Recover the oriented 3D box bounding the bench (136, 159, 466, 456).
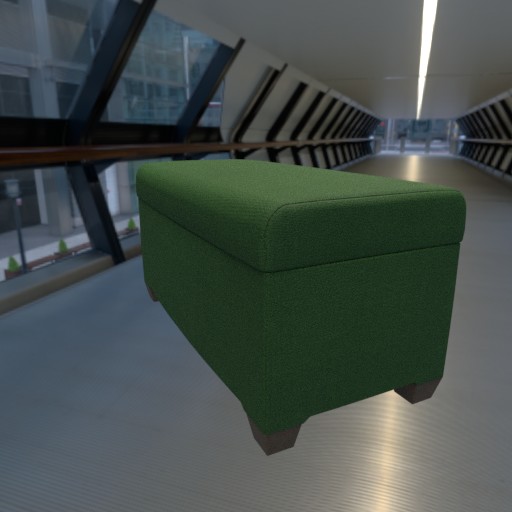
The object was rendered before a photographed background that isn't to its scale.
[{"bbox_3d":[0.000,0.000,1.265,0.505,0.501,0.989,-8,18,-25],"label":"bench"}]
